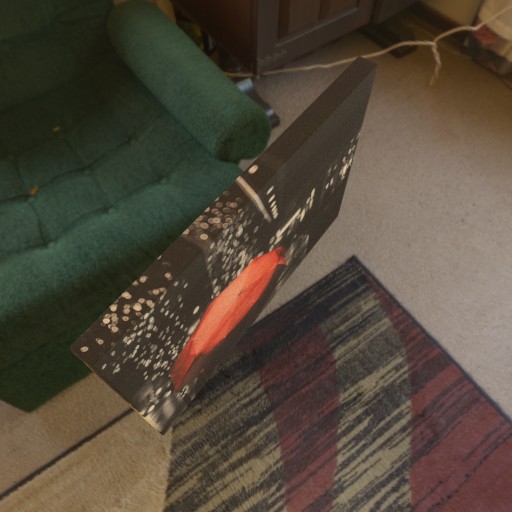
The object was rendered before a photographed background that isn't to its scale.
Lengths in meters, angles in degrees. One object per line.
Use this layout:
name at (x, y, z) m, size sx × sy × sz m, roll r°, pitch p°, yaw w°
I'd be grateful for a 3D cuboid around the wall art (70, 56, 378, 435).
wall art at (0.000, 0.000, 0.756) m, size 0.037 × 0.406 × 0.609 m, roll 32°, pitch 64°, yaw 18°
